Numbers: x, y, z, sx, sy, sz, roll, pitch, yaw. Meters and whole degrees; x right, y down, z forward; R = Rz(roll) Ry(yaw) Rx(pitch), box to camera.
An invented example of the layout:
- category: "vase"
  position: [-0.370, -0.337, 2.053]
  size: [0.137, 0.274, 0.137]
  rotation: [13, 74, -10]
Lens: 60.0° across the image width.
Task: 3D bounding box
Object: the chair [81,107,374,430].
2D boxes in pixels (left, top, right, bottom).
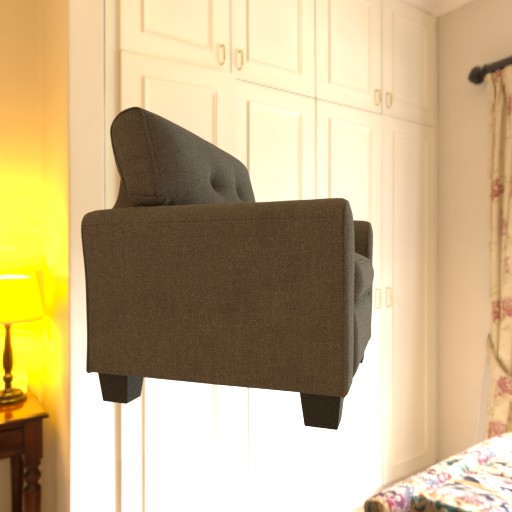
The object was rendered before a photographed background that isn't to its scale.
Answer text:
- category: "chair"
  position: [0.000, 0.000, 1.627]
  size: [0.816, 0.890, 0.941]
  rotation: [0, 0, 18]
